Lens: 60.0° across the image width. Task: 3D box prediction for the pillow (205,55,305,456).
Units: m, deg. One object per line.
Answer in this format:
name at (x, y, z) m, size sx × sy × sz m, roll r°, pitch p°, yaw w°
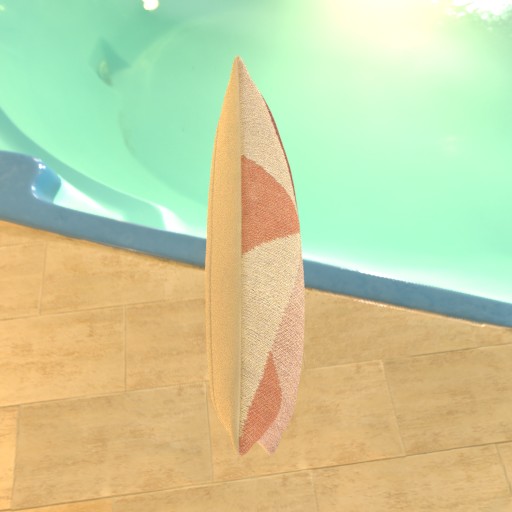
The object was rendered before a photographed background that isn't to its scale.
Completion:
pillow at (0.000, 0.000, 0.732) m, size 0.155 × 0.292 × 0.609 m, roll -1°, pitch 64°, yaw -1°
